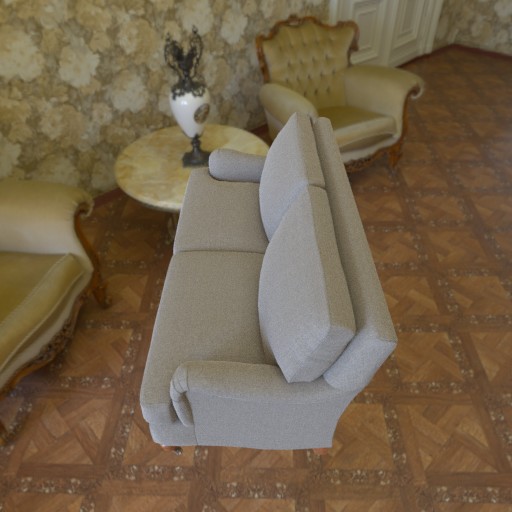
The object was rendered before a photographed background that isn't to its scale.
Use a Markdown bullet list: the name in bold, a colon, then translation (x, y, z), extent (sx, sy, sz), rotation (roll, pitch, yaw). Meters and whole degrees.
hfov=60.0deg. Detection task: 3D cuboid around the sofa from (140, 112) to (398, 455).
- **sofa**: translation (0.000, 0.000, 2.762), extent (1.087, 1.054, 2.160), rotation (0, 40, 0)
